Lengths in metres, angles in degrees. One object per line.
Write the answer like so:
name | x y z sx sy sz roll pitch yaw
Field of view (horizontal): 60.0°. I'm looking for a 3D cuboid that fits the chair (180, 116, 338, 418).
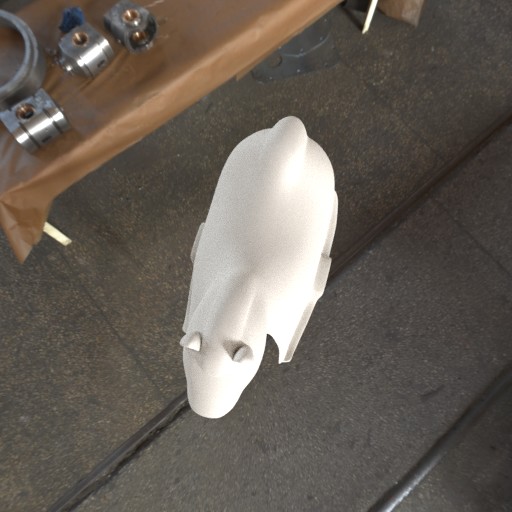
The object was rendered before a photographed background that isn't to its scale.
chair | 0.000 0.000 1.155 0.429 0.612 0.800 16 76 4
